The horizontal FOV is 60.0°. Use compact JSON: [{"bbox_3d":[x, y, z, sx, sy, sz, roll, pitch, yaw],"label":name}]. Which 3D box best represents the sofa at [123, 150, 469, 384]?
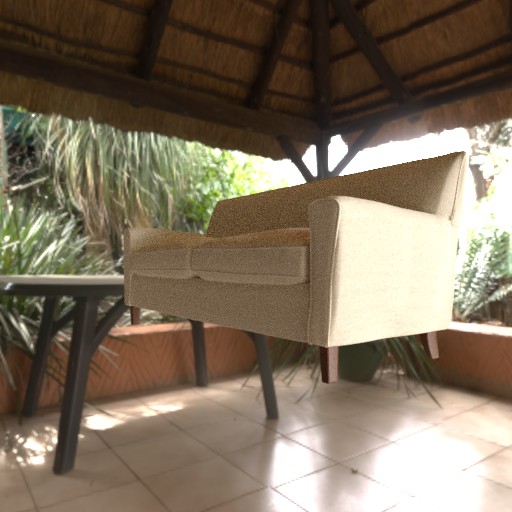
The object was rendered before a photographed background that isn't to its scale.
[{"bbox_3d":[0.000,0.000,2.468,0.841,0.907,2.001,1,-1,-37],"label":"sofa"}]
